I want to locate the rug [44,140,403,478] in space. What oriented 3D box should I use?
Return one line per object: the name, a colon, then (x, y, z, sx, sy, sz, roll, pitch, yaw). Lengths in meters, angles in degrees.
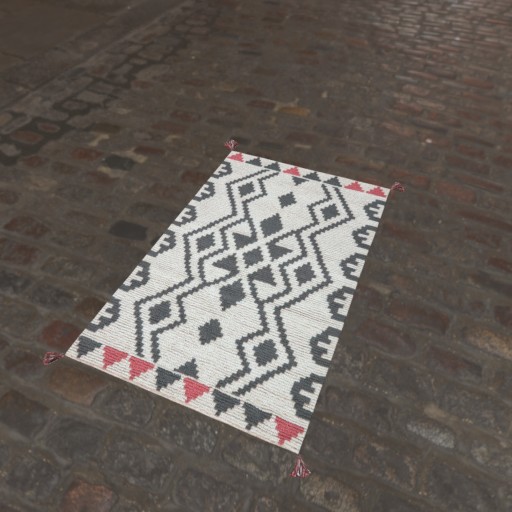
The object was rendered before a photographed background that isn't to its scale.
rug: (0.000, 0.000, 3.278, 1.741, 0.066, 2.672, 17, 49, 16)
